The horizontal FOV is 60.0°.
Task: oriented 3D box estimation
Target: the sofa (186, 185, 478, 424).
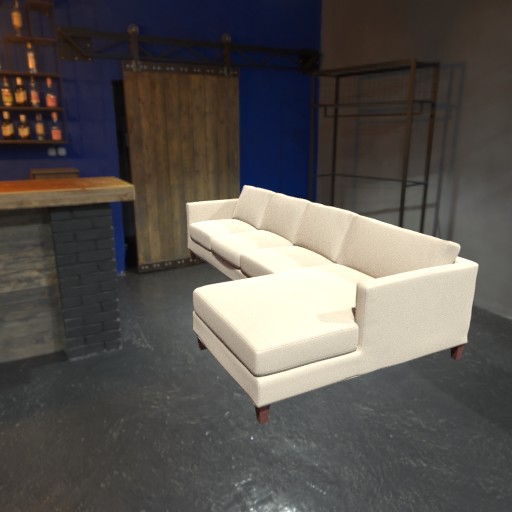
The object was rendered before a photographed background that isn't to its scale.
[{"bbox_3d":[0.000,0.000,3.917,1.625,0.861,3.186,-8,18,-26],"label":"sofa"}]
